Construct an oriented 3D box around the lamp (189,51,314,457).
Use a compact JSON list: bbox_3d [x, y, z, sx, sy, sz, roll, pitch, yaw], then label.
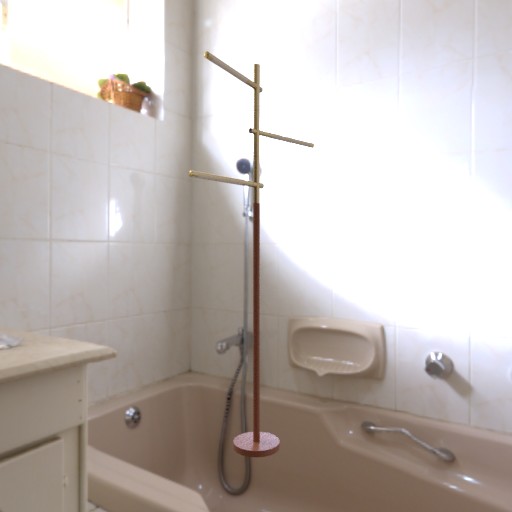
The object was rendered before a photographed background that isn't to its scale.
[{"bbox_3d":[0.000,0.000,1.976,0.209,1.704,0.737,0,0,35],"label":"lamp"}]
